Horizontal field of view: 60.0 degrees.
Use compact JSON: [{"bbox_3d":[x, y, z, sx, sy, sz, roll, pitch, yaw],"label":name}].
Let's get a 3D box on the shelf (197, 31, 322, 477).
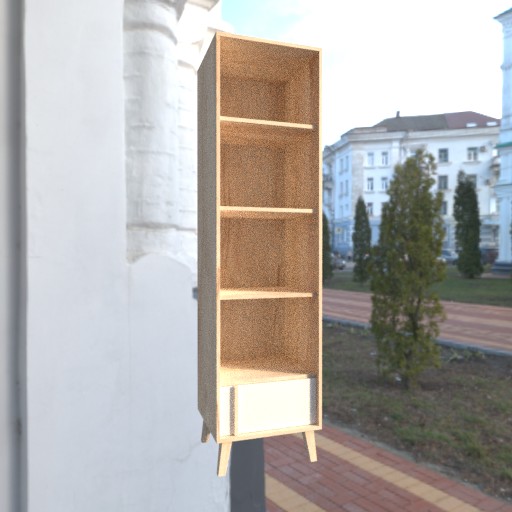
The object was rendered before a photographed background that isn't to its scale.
[{"bbox_3d":[0.000,0.000,2.226,0.510,1.960,0.450,0,1,-18],"label":"shelf"}]
